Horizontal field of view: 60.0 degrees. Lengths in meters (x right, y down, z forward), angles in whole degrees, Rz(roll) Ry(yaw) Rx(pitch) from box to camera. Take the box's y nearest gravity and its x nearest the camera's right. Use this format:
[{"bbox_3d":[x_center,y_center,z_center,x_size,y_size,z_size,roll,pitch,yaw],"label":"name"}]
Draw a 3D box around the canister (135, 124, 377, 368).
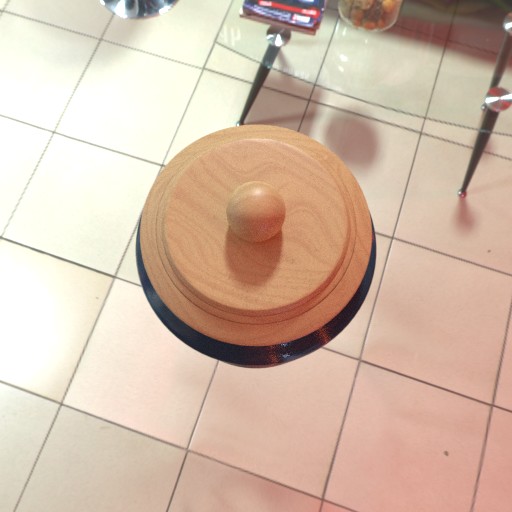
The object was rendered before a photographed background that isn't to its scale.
[{"bbox_3d":[0.000,0.000,0.267,0.130,0.176,0.130,0,75,0],"label":"canister"}]
